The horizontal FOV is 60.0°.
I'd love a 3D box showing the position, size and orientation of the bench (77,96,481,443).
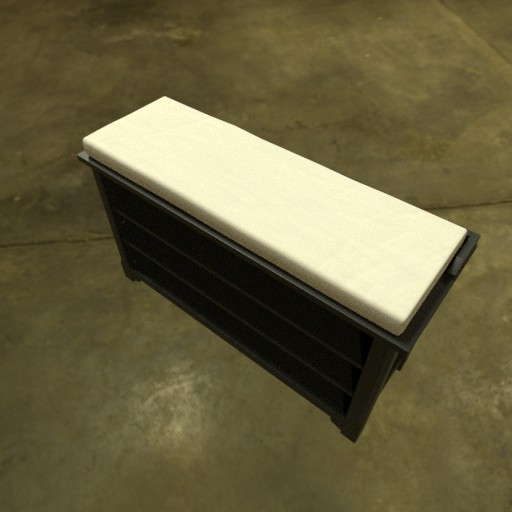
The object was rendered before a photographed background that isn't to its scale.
[{"bbox_3d":[0.000,0.000,1.248,0.973,0.561,0.345,30,54,25],"label":"bench"}]
